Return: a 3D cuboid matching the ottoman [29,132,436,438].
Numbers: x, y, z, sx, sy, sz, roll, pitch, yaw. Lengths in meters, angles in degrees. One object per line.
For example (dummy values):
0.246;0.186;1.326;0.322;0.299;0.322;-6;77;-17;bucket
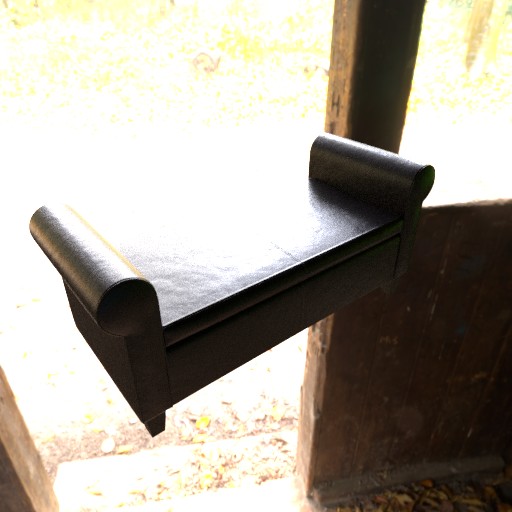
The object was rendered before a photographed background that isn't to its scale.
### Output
0.000;0.000;1.537;1.256;0.547;0.521;-23;38;-32;ottoman
